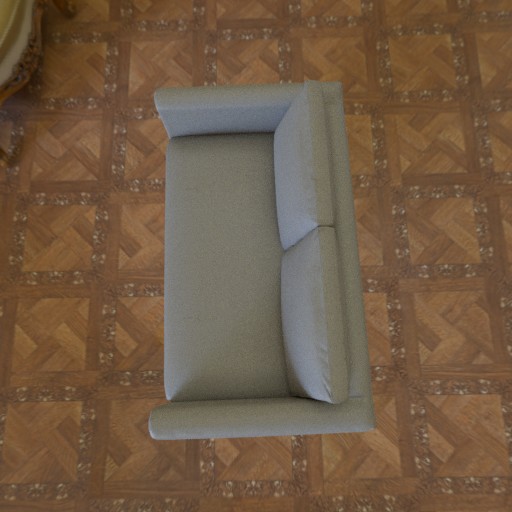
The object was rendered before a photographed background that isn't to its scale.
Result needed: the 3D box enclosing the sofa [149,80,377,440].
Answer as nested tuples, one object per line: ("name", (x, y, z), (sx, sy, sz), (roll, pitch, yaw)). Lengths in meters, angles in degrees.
("sofa", (0.000, 0.000, 2.165), (0.899, 0.873, 1.598), (-2, 76, -1))
